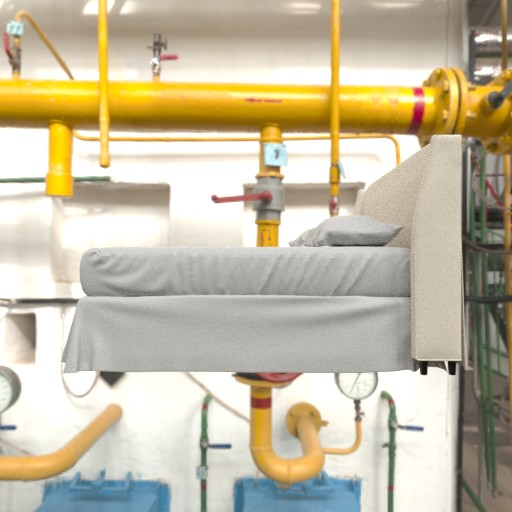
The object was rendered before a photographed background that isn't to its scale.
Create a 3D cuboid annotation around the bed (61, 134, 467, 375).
[{"bbox_3d":[0.000,0.000,3.338,2.276,1.332,1.925,0,-1,0],"label":"bed"}]
